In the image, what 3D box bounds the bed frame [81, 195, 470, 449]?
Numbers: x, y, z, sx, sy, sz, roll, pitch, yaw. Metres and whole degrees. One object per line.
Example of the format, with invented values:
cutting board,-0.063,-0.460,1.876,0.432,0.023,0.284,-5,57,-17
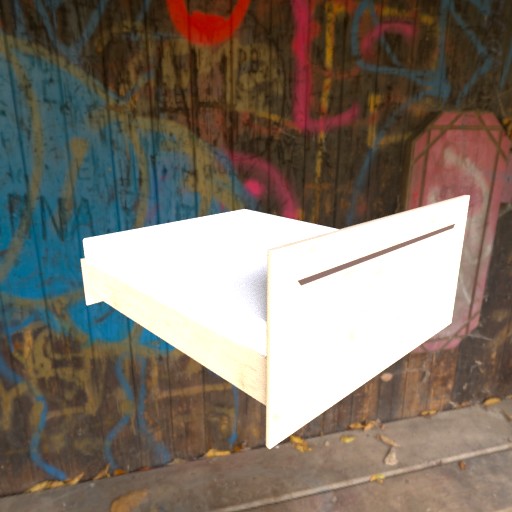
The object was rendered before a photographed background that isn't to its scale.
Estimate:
bed frame,0.000,0.000,3.103,1.800,0.900,2.080,-16,23,-41
